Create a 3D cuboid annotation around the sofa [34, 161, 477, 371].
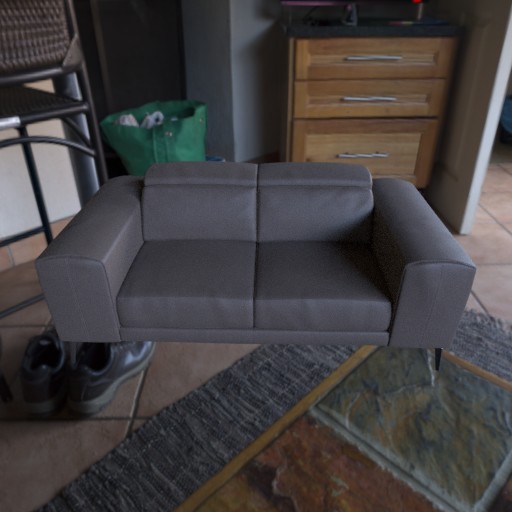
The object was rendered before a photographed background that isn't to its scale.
[{"bbox_3d":[0.000,0.000,2.393,1.895,0.779,1.003,1,30,1],"label":"sofa"}]
